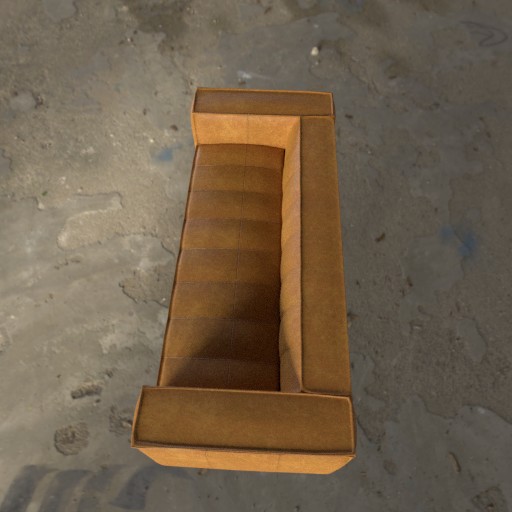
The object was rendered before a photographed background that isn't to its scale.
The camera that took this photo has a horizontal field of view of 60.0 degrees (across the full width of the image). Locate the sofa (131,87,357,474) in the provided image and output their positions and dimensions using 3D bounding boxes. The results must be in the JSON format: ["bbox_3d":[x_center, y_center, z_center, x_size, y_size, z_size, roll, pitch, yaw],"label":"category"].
[{"bbox_3d":[0.000,0.000,2.968,1.102,0.701,2.581,2,58,1],"label":"sofa"}]
